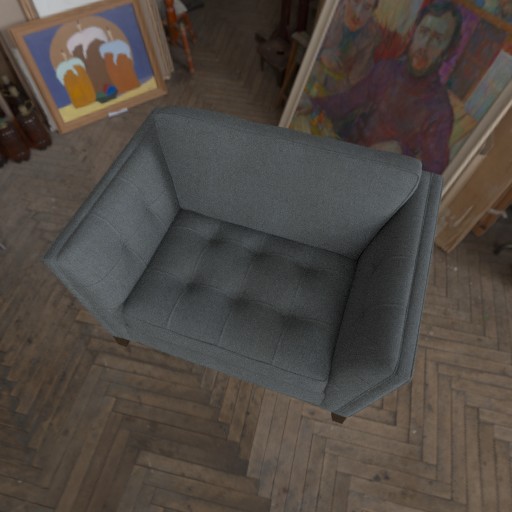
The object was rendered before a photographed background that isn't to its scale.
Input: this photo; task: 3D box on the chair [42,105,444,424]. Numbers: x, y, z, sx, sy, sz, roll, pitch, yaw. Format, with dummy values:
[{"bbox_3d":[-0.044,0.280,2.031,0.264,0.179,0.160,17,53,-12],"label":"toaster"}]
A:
[{"bbox_3d":[0.000,0.000,2.047,1.396,0.942,0.965,16,58,11],"label":"chair"}]
